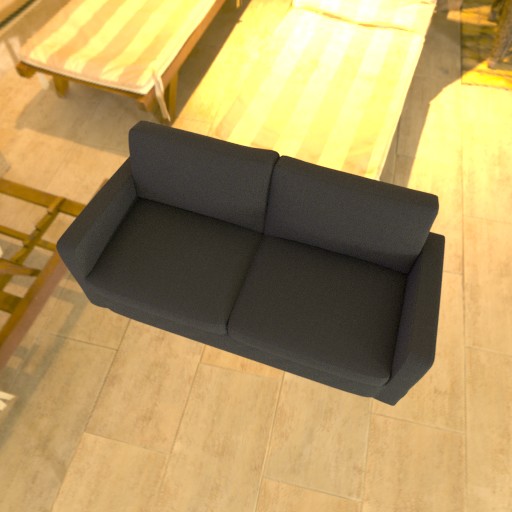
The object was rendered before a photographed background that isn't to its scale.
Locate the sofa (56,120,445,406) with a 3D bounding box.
[{"bbox_3d":[0.000,0.000,2.376,1.852,0.839,0.898,16,60,10],"label":"sofa"}]
